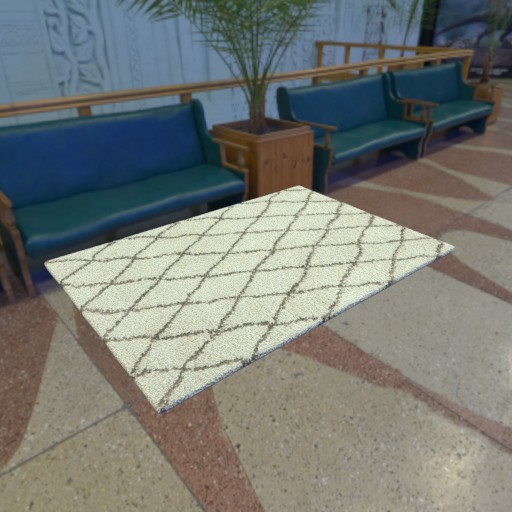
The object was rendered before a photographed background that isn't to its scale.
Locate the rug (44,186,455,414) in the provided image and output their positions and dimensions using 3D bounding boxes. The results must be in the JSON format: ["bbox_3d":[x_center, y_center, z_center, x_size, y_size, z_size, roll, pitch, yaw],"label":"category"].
[{"bbox_3d":[0.000,0.000,2.314,1.778,0.030,1.219,-21,36,-33],"label":"rug"}]
